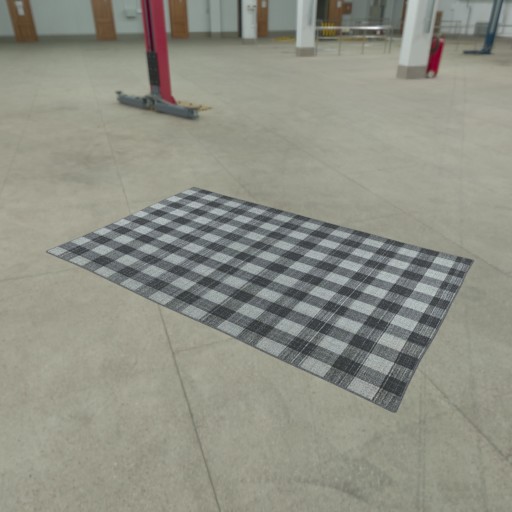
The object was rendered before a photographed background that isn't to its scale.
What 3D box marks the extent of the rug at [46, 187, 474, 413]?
[{"bbox_3d":[0.000,0.000,3.012,2.476,0.011,1.554,19,34,30],"label":"rug"}]
